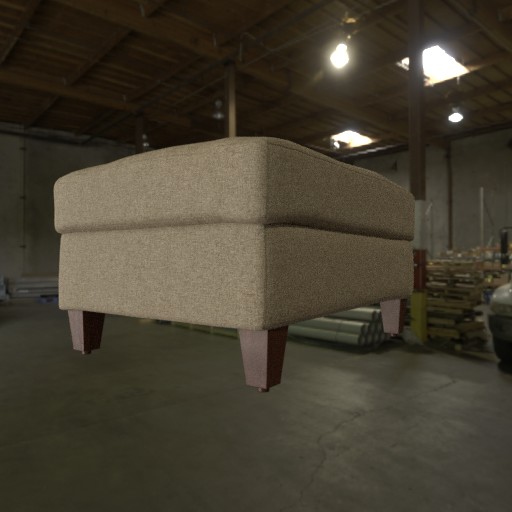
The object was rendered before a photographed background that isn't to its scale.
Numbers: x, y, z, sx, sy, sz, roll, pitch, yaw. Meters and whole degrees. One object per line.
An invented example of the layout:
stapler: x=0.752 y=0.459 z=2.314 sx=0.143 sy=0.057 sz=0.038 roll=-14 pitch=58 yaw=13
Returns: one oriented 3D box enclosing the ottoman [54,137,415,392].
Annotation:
ottoman: x=0.000 y=0.000 z=1.291 sx=0.692 sy=0.511 sz=0.889 roll=0 pitch=-1 yaw=36
